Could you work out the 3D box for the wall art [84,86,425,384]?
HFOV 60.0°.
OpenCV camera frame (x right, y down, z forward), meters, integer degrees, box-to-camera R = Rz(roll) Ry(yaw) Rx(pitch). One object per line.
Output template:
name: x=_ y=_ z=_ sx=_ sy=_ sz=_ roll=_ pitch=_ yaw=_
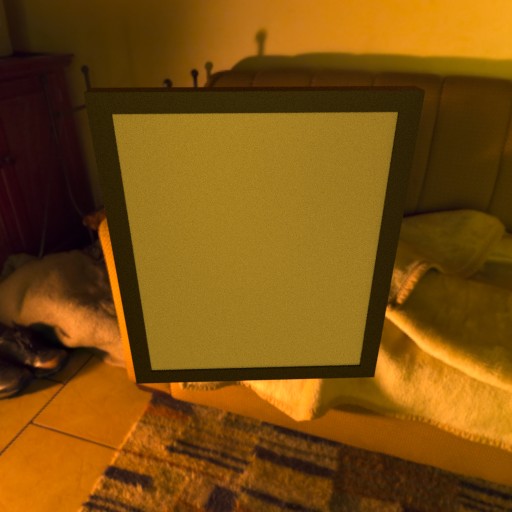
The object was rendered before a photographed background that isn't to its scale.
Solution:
wall art: x=0.000 y=0.000 z=0.534 sx=0.330 sy=0.381 sz=0.029 roll=-1 pitch=29 yaw=-2
